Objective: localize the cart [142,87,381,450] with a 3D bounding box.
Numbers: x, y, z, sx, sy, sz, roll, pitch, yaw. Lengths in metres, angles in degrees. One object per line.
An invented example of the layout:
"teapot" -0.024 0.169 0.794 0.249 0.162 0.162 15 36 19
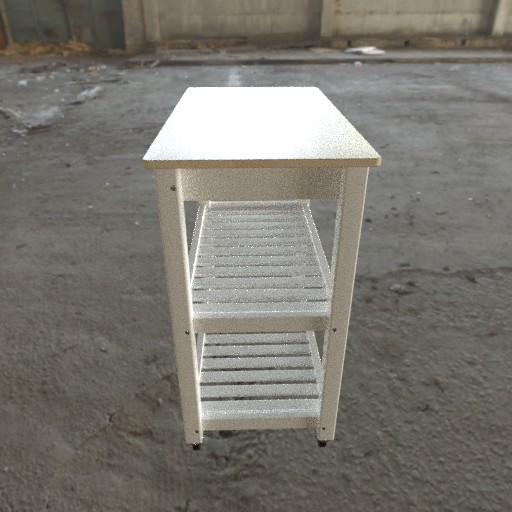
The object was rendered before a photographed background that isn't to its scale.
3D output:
"cart" 0.000 0.000 1.454 0.457 0.927 0.899 -1 30 -1
